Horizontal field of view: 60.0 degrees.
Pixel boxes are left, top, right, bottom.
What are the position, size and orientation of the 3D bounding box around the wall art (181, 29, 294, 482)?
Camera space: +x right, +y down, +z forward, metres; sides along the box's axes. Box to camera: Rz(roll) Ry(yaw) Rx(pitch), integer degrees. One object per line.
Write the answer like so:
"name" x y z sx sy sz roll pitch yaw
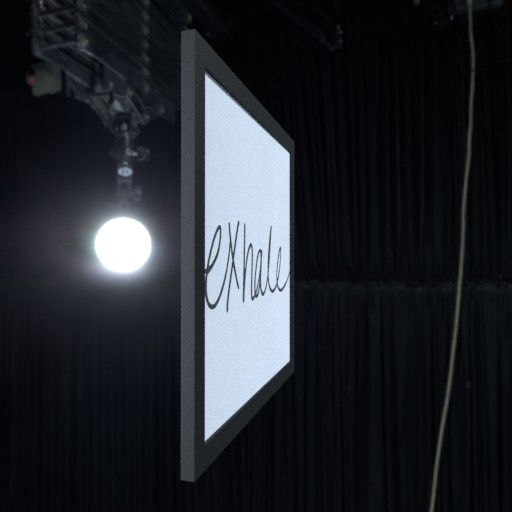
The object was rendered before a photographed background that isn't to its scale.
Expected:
"wall art" 0.000 0.000 0.521 0.012 0.357 0.358 0 0 18
